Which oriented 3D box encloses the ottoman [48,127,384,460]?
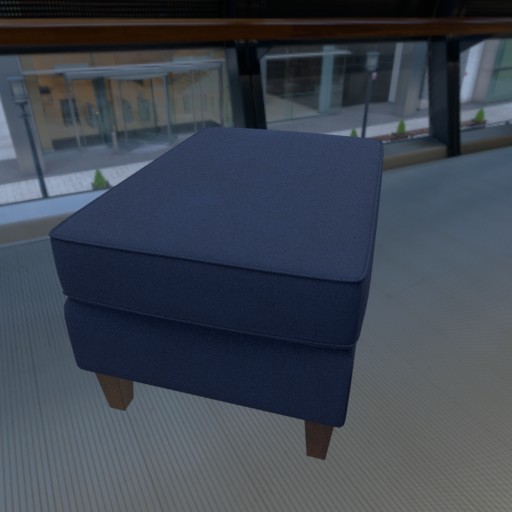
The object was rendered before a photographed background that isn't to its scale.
[{"bbox_3d":[0.000,0.000,1.367,0.686,0.584,0.965,8,31,14],"label":"ottoman"}]
